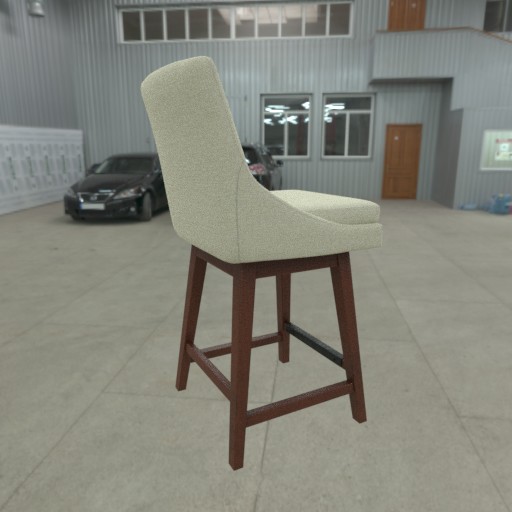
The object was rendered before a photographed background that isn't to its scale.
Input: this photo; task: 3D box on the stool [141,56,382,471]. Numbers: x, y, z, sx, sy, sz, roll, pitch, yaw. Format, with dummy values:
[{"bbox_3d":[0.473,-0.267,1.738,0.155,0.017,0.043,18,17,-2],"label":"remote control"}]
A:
[{"bbox_3d":[0.000,0.000,1.304,0.559,0.991,0.469,-7,16,-28],"label":"stool"}]
